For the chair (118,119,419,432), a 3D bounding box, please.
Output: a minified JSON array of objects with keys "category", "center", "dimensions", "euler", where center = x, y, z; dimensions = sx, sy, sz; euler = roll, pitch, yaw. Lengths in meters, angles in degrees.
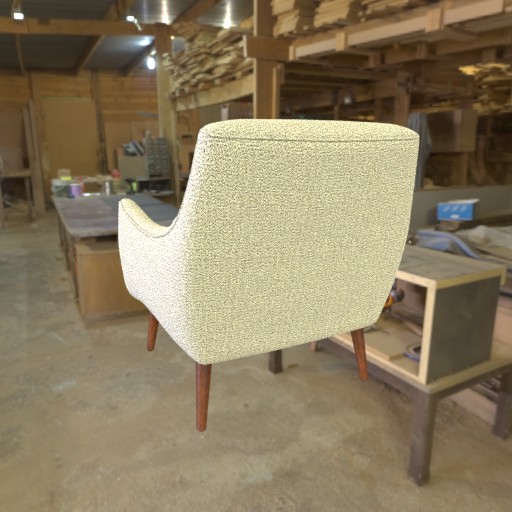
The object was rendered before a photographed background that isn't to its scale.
[{"category":"chair","center":[0.000,0.000,1.478],"dimensions":[0.762,0.838,0.787],"euler":[-7,16,-27]}]
